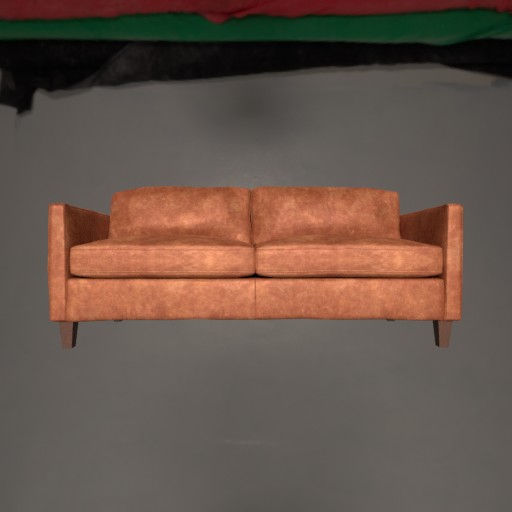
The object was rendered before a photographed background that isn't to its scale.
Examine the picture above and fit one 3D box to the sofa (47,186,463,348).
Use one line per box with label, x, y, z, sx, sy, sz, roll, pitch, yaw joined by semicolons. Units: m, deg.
sofa;0.000;0.000;2.493;1.971;0.863;0.923;0;1;-1
